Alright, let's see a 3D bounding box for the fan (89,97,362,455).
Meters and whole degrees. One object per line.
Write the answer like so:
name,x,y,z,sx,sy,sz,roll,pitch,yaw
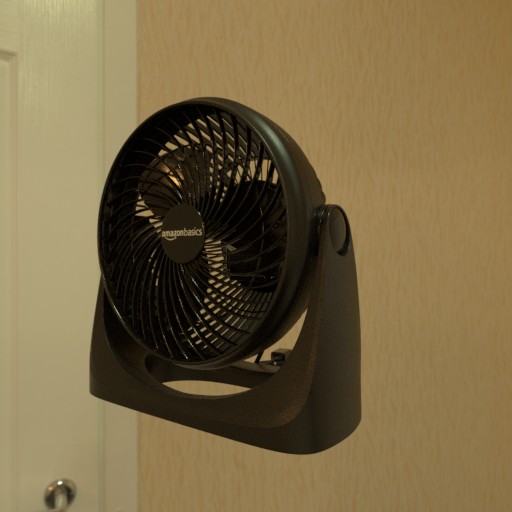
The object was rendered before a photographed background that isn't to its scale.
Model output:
fan,0.000,0.000,0.475,0.273,0.277,0.256,0,0,35
